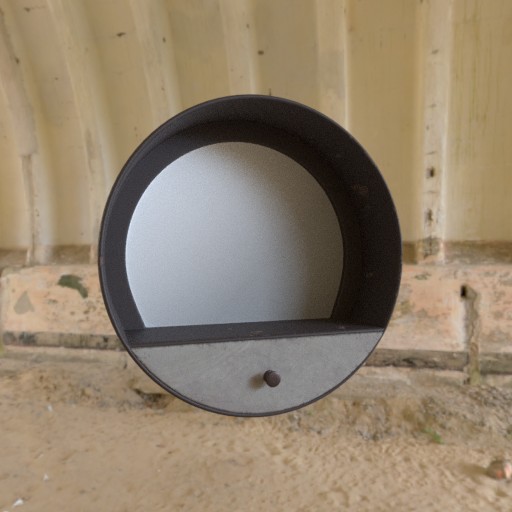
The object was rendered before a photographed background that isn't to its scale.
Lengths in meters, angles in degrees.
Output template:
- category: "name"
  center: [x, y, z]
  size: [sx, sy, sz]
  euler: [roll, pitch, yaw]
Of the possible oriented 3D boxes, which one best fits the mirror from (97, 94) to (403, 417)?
- category: "mirror"
  center: [0.000, 0.000, 0.574]
  size: [0.386, 0.386, 0.126]
  euler: [0, 0, -19]
